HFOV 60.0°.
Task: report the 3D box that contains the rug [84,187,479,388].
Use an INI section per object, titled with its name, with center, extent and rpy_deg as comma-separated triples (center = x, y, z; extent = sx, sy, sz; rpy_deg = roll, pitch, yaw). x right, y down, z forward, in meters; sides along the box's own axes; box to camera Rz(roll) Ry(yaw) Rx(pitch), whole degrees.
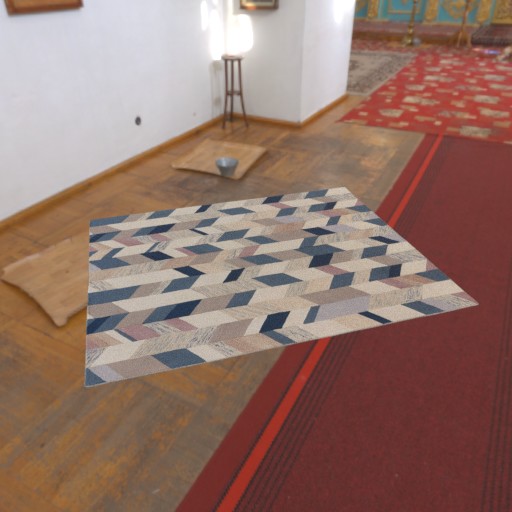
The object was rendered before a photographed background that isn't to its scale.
[rug]
center = 0.000, 0.000, 4.235
extent = 3.072, 0.011, 2.451
rpy_deg = -9, 34, -14
